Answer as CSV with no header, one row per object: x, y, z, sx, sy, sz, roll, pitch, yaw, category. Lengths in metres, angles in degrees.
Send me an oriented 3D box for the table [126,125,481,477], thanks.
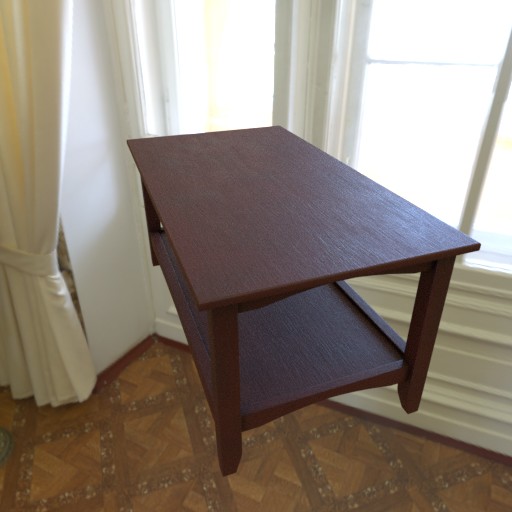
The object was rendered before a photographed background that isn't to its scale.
0.000,0.000,1.227,0.533,0.456,0.943,-11,32,-18,table
